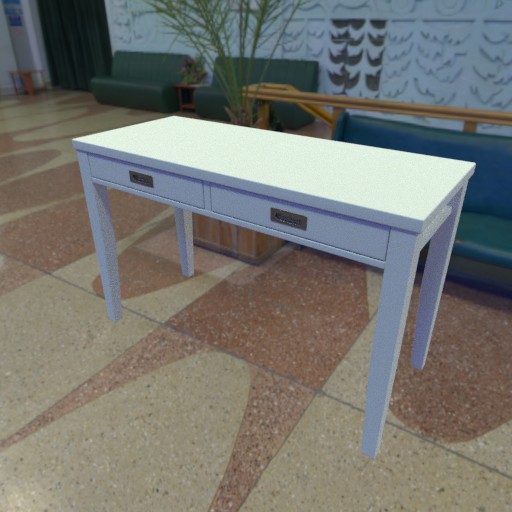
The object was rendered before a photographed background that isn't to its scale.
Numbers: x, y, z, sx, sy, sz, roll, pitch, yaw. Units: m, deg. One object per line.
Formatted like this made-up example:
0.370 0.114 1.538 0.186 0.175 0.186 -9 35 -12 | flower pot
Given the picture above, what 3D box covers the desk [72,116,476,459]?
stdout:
0.000 0.000 1.606 1.220 0.775 0.508 18 33 30 | desk
